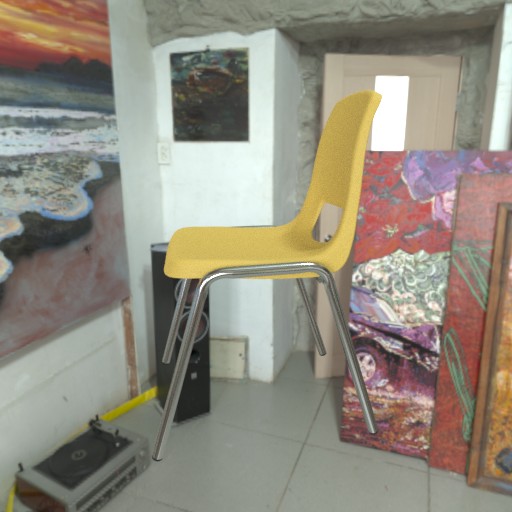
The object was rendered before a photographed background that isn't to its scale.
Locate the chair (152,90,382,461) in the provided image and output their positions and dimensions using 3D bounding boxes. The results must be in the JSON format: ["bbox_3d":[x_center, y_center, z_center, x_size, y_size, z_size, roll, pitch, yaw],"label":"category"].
[{"bbox_3d":[0.000,0.000,0.925,0.436,0.653,0.381,-2,14,-9],"label":"chair"}]
